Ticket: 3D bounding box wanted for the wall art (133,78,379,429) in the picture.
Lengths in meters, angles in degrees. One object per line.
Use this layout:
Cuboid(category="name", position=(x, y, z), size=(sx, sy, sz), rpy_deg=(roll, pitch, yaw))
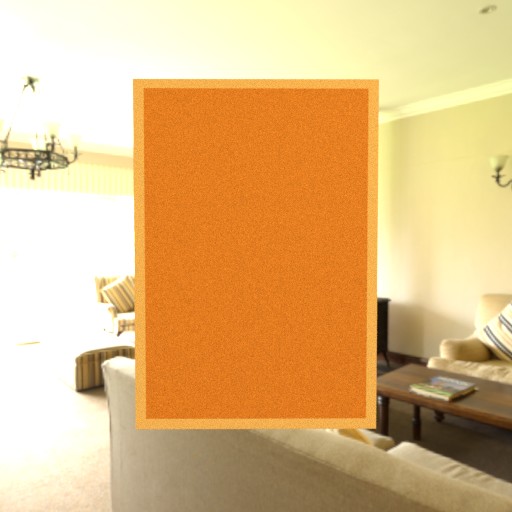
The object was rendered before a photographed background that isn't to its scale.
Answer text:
Cuboid(category="wall art", position=(0.000, 0.000, 0.836), size=(0.456, 0.656, 0.013), rpy_deg=(0, 2, 0))
